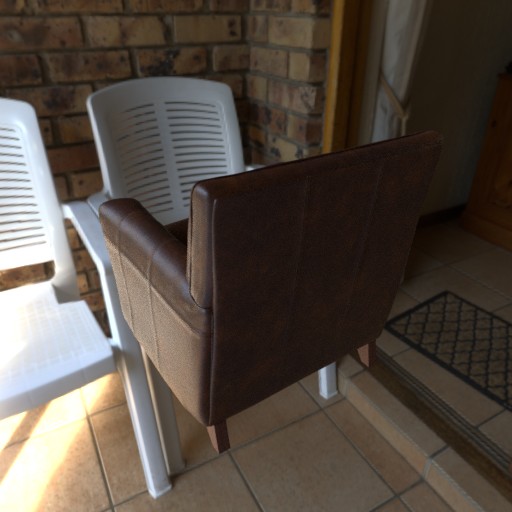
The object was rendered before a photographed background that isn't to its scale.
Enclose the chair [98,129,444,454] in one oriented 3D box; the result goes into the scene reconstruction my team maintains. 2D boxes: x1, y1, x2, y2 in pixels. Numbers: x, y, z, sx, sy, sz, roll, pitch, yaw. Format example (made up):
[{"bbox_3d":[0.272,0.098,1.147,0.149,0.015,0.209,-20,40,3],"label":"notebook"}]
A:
[{"bbox_3d":[0.000,0.000,1.608,0.870,0.943,0.823,-19,35,-30],"label":"chair"}]
